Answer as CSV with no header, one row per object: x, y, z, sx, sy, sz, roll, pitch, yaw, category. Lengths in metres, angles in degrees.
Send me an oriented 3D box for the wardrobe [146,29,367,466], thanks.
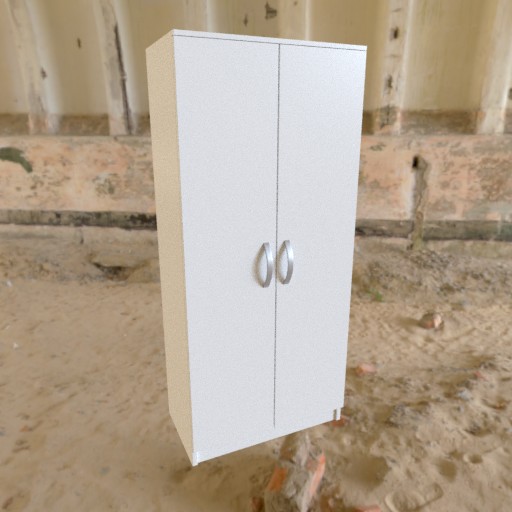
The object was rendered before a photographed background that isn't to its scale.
0.000,0.000,1.969,0.760,1.700,0.470,-7,18,-24,wardrobe
